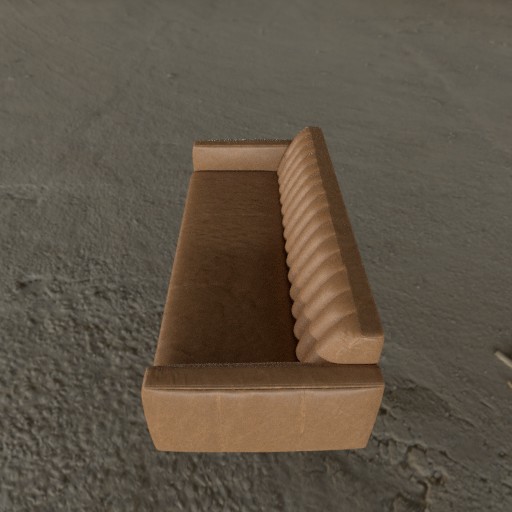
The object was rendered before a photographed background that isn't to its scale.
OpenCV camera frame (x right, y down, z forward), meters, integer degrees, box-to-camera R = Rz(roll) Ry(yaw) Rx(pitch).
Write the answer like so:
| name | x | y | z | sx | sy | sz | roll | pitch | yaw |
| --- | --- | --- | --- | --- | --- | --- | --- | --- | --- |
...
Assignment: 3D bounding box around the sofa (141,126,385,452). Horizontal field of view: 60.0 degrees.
| name | x | y | z | sx | sy | sz | roll | pitch | yaw |
| --- | --- | --- | --- | --- | --- | --- | --- | --- | --- |
| sofa | 0.000 | 0.000 | 2.719 | 0.990 | 0.821 | 2.291 | 0 | 40 | -1 |
